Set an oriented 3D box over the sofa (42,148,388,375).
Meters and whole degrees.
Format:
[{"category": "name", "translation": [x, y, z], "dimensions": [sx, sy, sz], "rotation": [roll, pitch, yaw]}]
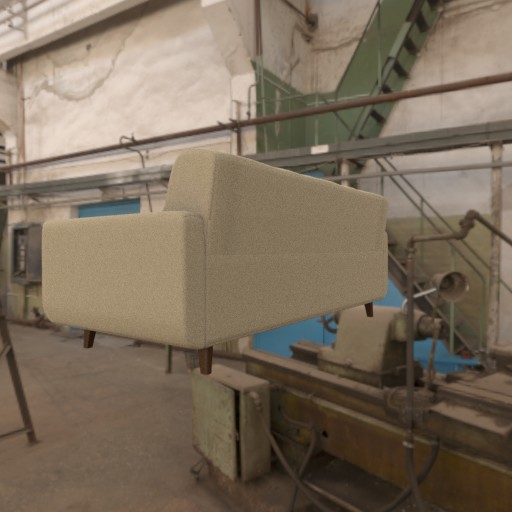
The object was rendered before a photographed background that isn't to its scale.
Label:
[{"category": "sofa", "translation": [0.000, 0.000, 2.664], "dimensions": [0.980, 0.892, 2.137], "rotation": [1, 1, 35]}]
